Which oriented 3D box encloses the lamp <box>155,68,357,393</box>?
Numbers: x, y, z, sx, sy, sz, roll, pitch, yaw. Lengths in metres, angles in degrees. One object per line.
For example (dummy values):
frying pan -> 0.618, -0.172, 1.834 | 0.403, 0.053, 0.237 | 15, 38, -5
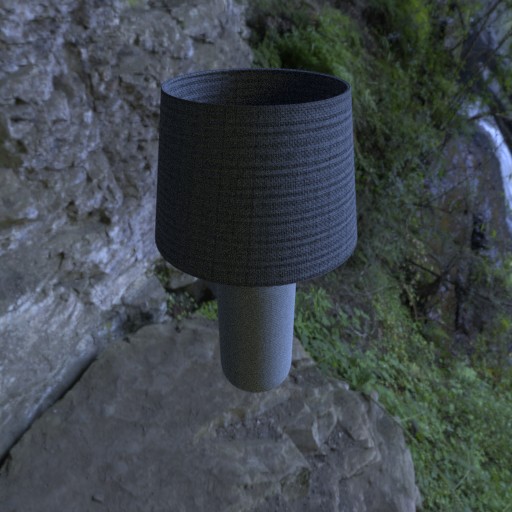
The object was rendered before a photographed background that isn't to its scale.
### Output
lamp -> 0.000, 0.000, 0.582 | 0.251, 0.429, 0.251 | 0, 32, 0
